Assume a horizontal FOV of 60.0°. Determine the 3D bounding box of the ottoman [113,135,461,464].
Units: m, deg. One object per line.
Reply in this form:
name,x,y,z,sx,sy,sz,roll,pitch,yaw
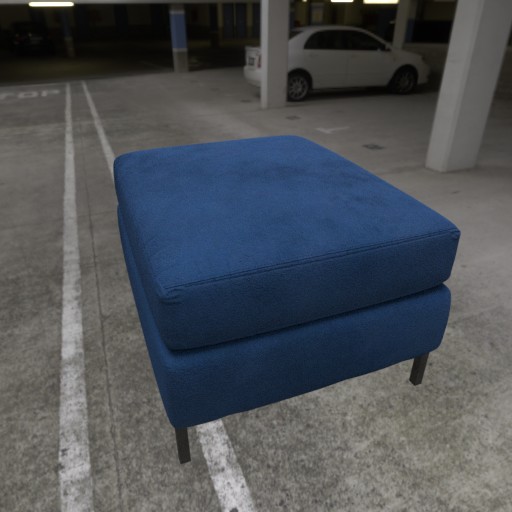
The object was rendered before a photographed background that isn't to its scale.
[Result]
ottoman,0.000,0.000,1.191,0.655,0.485,0.794,-11,32,-18
